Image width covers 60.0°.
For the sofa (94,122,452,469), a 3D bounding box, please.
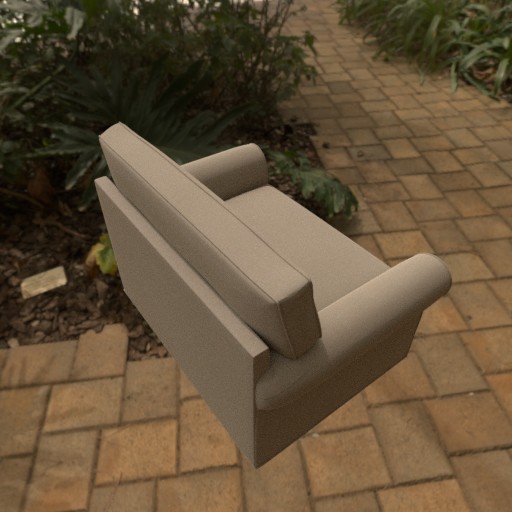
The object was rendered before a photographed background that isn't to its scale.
[{"bbox_3d":[0.000,0.000,2.040,0.937,1.006,1.405,-26,47,-27],"label":"sofa"}]
